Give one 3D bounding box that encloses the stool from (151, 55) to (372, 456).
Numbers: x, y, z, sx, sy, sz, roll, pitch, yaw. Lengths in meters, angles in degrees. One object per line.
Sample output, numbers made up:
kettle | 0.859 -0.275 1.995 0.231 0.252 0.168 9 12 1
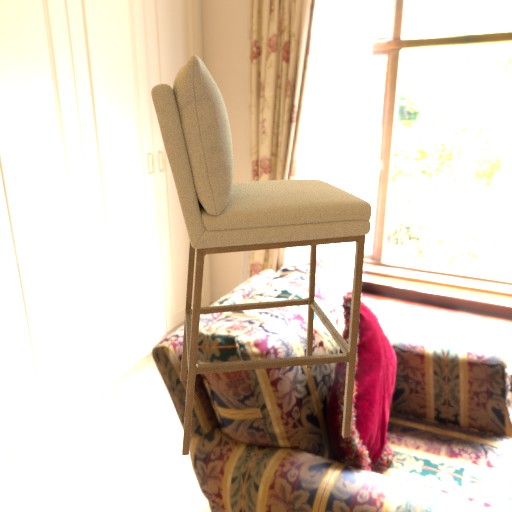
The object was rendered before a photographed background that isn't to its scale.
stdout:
stool | 0.000 0.000 1.419 0.572 1.125 0.463 -3 18 -10
